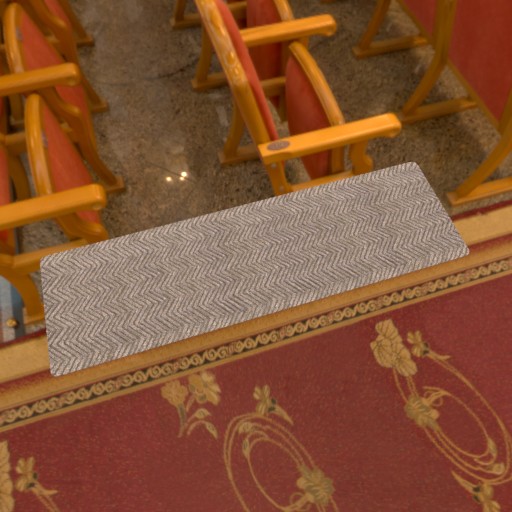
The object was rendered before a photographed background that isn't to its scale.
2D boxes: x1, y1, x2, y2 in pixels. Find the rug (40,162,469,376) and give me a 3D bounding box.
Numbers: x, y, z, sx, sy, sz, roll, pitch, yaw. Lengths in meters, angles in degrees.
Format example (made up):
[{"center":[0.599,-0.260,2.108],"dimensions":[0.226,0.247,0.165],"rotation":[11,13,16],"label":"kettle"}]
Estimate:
[{"center":[0.000,0.000,2.452],"dimensions":[2.286,0.008,0.686],"rotation":[-15,64,-8],"label":"rug"}]
